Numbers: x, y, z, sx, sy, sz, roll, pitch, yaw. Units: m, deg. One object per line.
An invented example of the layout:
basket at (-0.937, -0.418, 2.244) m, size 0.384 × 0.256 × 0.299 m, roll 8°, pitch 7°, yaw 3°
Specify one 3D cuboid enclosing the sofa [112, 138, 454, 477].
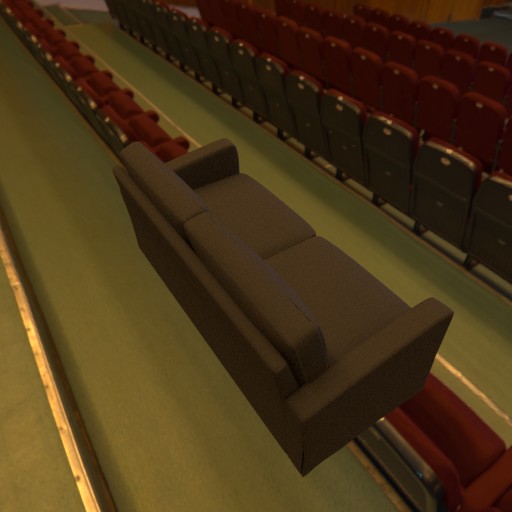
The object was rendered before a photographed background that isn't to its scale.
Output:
sofa at (0.000, 0.000, 2.370) m, size 0.898 × 0.839 × 1.852 m, roll -24°, pitch 47°, yaw -24°
